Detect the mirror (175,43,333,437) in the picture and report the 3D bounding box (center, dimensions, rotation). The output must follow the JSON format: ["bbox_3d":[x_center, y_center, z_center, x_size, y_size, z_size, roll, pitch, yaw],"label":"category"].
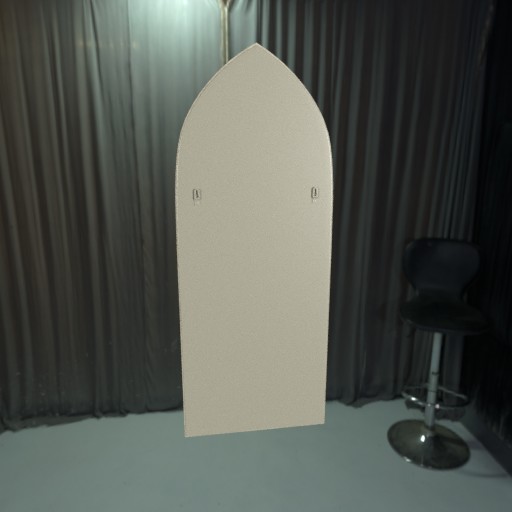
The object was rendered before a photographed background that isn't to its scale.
[{"bbox_3d":[0.000,0.000,1.327,0.464,1.175,0.025,-2,14,-9],"label":"mirror"}]
